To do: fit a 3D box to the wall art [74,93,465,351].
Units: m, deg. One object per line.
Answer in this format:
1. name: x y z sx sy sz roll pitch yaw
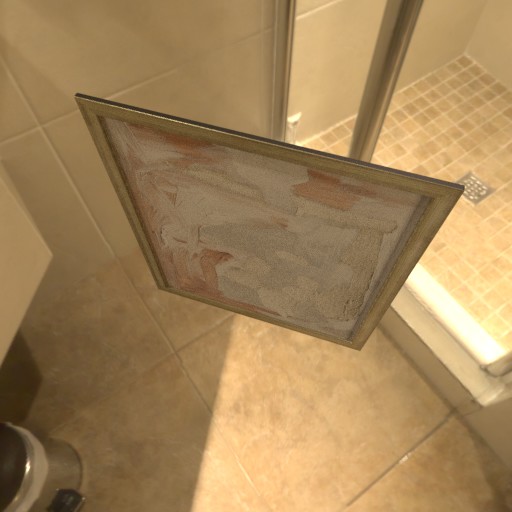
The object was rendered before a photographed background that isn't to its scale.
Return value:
1. wall art: 0.000 0.000 0.766 0.483 0.559 0.009 16 61 9
